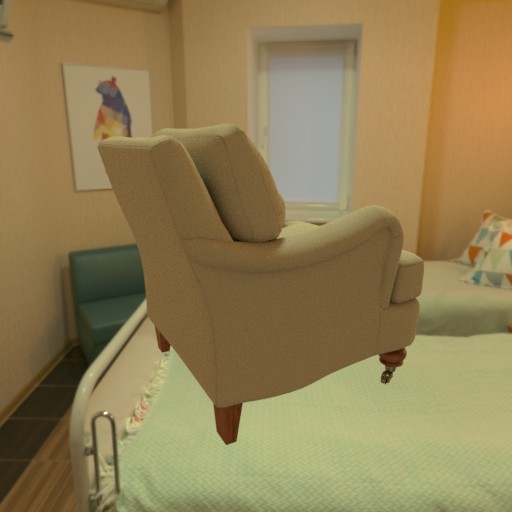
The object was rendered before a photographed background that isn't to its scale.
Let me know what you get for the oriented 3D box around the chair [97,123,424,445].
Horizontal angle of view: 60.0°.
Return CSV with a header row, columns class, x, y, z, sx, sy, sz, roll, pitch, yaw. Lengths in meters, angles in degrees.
class,x,y,z,sx,sy,sz,roll,pitch,yaw
chair,0.000,0.000,1.859,1.070,1.038,0.955,-8,17,-27
